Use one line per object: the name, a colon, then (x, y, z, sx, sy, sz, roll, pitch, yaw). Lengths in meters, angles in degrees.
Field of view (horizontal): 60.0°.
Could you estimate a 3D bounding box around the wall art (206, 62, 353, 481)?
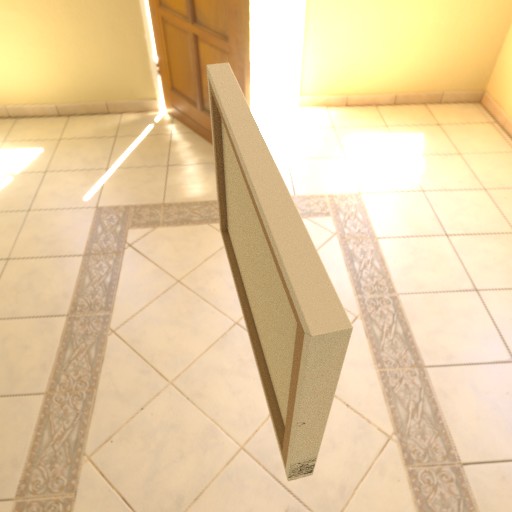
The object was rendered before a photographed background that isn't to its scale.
wall art: (0.000, 0.000, 0.766, 0.042, 0.414, 0.608, -10, 47, -9)
